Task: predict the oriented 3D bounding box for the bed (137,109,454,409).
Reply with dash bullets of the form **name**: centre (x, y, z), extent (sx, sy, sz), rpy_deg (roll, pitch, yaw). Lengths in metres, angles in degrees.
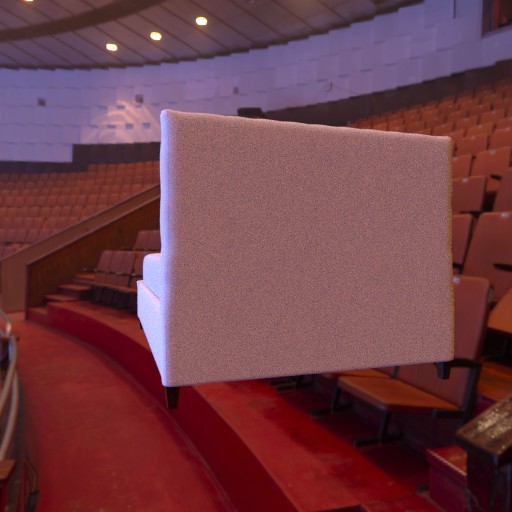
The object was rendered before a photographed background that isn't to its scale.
- **bed**: centre (0.000, 0.000, 3.453), extent (1.698, 1.427, 2.387), rpy_deg (0, 1, -18)
